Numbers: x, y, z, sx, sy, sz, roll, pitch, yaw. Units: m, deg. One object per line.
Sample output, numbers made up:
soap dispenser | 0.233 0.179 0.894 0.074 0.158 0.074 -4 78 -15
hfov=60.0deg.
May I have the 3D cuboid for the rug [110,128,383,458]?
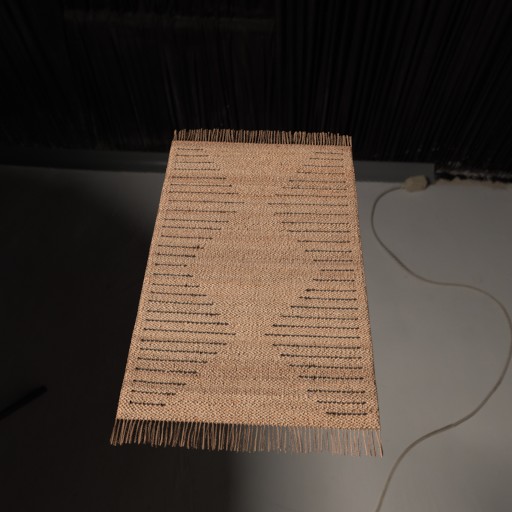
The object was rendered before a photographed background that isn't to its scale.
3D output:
rug | 0.000 0.000 2.533 1.224 0.027 2.085 2 58 1
